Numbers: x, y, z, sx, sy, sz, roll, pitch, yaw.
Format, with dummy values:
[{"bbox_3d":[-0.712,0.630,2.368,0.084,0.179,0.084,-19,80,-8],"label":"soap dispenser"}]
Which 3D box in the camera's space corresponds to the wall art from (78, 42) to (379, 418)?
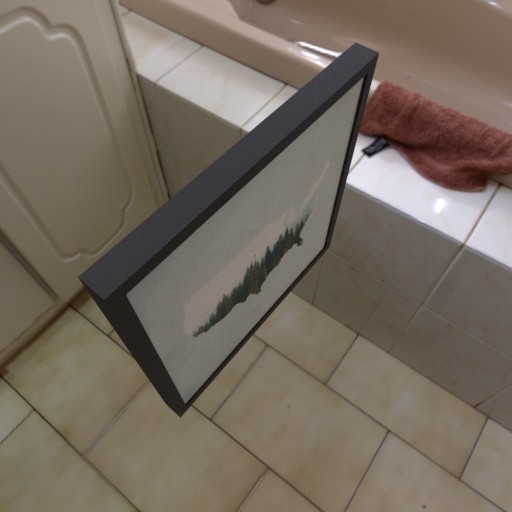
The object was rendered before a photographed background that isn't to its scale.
[{"bbox_3d":[0.000,0.000,0.752,0.040,0.509,0.509,35,64,20],"label":"wall art"}]
